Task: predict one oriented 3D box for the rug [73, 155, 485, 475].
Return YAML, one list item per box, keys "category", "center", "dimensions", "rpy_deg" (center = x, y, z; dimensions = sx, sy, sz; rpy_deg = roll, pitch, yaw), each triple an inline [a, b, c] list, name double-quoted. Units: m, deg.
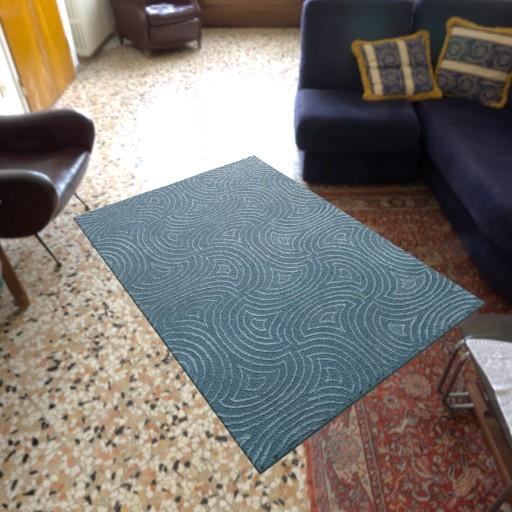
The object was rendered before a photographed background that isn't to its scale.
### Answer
- category: "rug"
  center: [0.000, 0.000, 2.736]
  dimensions: [1.543, 0.015, 2.144]
  rpy_deg: [-25, 46, -27]
